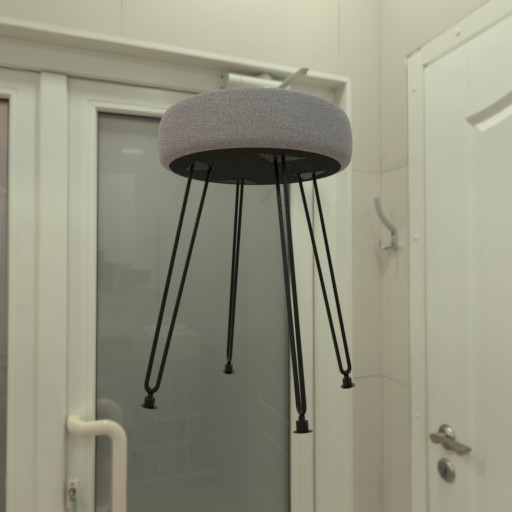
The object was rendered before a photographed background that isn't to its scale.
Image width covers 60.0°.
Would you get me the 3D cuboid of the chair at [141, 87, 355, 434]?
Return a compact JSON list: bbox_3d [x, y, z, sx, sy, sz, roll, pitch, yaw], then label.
[{"bbox_3d":[0.000,0.000,0.697,0.350,0.440,0.350,0,-1,-20],"label":"chair"}]
